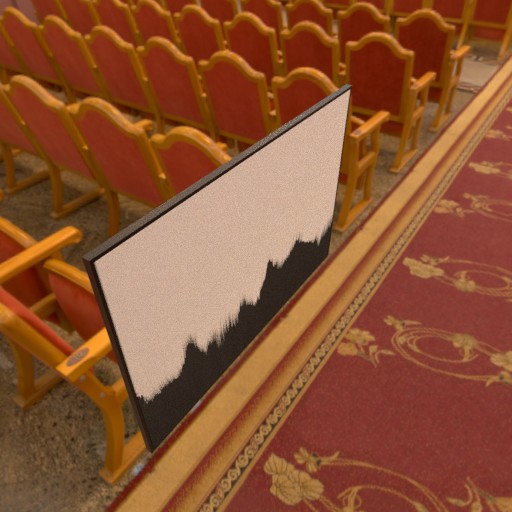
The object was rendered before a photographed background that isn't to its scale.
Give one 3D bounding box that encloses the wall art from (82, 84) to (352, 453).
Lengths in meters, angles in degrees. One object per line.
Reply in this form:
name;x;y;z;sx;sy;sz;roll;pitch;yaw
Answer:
wall art;0.000;0.000;1.228;0.019;0.660;0.957;25;46;26
